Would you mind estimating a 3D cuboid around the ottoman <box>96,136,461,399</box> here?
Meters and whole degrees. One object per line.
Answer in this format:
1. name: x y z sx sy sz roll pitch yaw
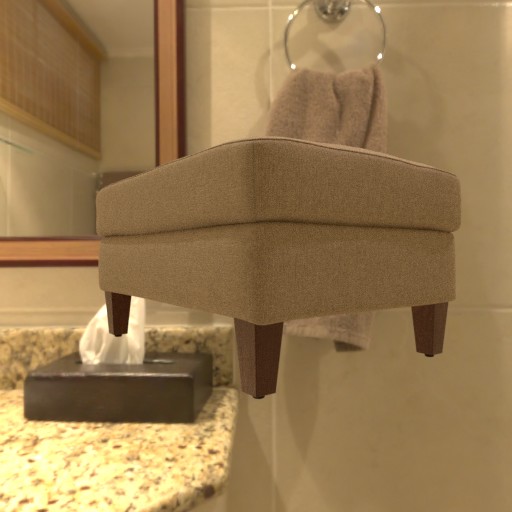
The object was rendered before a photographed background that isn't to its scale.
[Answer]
1. ottoman: 0.000 0.000 1.282 0.677 0.519 0.898 0 0 -36
